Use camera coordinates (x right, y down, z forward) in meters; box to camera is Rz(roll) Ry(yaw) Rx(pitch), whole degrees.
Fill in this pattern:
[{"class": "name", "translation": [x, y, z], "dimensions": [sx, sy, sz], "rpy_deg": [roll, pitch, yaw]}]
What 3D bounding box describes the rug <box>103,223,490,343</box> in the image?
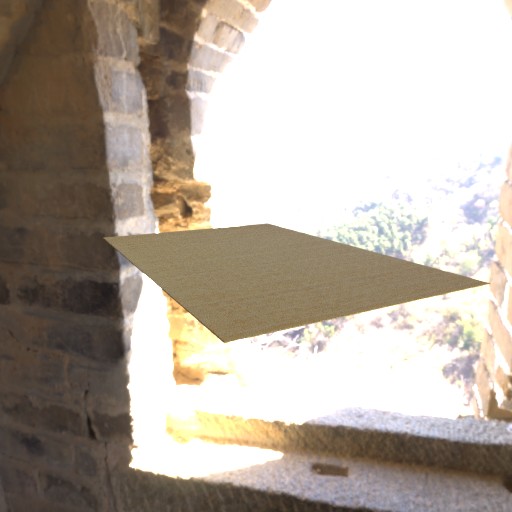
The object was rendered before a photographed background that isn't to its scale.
[{"class": "rug", "translation": [0.000, 0.000, 2.920], "dimensions": [1.524, 0.006, 2.286], "rpy_deg": [-7, 15, -28]}]
